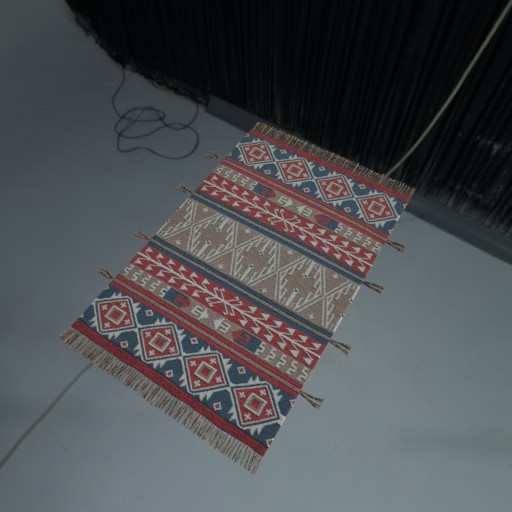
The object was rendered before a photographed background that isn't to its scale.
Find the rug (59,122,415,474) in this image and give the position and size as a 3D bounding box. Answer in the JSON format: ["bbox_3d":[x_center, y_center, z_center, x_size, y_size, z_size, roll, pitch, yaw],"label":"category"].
[{"bbox_3d":[0.000,0.000,2.635,1.469,0.040,2.025,28,62,17],"label":"rug"}]
